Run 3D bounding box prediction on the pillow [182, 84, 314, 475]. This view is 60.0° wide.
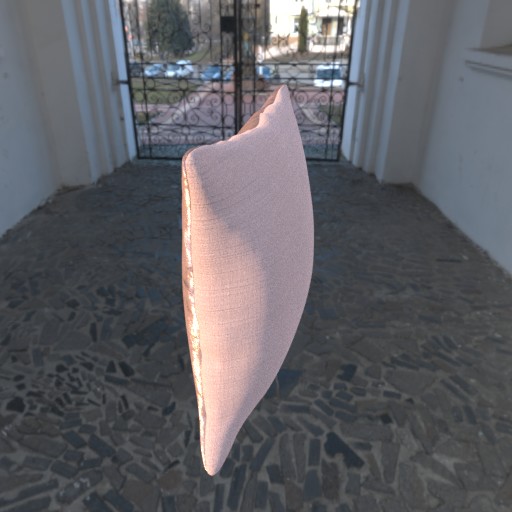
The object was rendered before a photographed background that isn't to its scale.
[{"bbox_3d":[0.000,0.000,0.712,0.175,0.464,0.470,8,29,14],"label":"pillow"}]
